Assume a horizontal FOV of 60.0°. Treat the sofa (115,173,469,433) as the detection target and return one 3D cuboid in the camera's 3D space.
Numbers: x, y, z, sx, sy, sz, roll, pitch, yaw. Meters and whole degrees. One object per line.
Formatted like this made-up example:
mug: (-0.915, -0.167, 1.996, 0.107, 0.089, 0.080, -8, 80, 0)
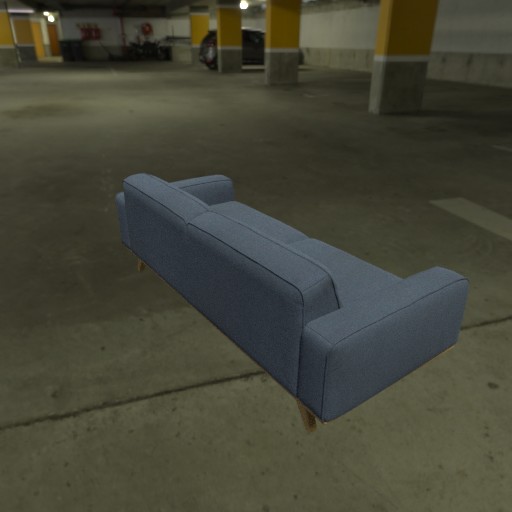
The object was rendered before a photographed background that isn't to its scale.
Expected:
sofa: (0.000, 0.000, 2.763, 0.953, 0.782, 2.270, -18, 31, -32)
